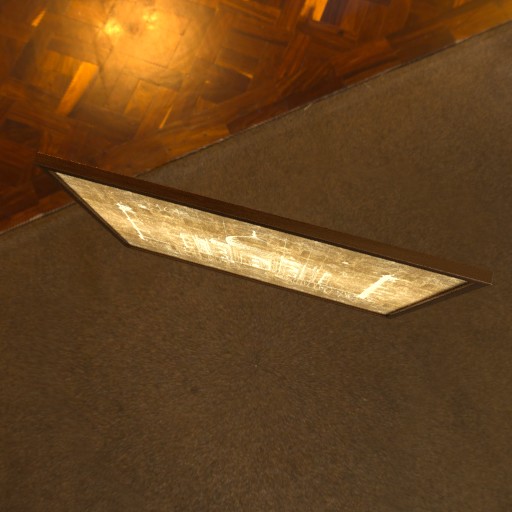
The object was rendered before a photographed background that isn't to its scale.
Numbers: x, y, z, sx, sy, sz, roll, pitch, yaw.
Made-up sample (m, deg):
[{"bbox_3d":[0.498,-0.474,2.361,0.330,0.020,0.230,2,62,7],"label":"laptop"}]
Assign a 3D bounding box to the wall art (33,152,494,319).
[{"bbox_3d":[0.000,0.000,0.550,0.431,0.304,0.012,15,77,4],"label":"wall art"}]
